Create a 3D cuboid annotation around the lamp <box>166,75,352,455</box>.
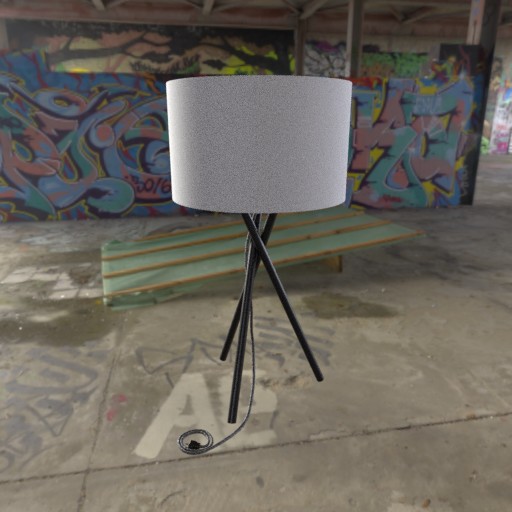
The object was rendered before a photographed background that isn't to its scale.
[{"bbox_3d":[0.000,0.000,0.923,0.353,0.674,0.422,3,17,9],"label":"lamp"}]
